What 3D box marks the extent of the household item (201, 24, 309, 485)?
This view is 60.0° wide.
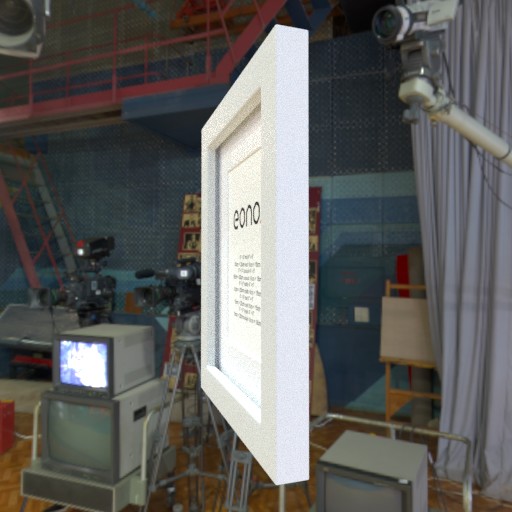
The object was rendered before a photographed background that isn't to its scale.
[{"bbox_3d":[0.000,0.000,0.341,0.045,0.250,0.200,0,-1,-19],"label":"household item"}]
